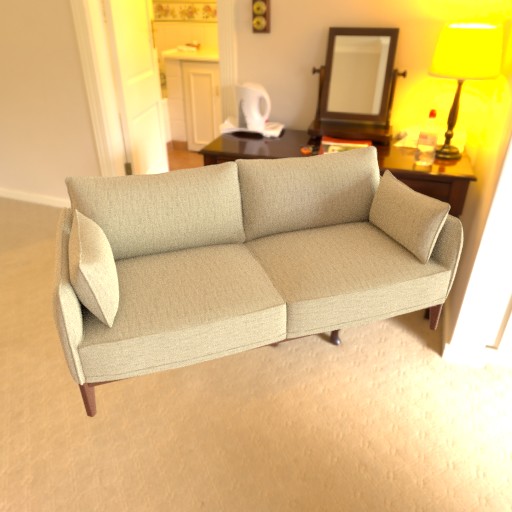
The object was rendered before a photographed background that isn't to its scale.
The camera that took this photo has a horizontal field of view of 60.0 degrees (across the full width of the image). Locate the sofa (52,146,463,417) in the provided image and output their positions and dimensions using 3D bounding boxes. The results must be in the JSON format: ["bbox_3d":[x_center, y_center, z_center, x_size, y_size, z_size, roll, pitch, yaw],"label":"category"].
[{"bbox_3d":[0.000,0.000,2.403,1.989,0.860,0.991,-10,32,-16],"label":"sofa"}]
